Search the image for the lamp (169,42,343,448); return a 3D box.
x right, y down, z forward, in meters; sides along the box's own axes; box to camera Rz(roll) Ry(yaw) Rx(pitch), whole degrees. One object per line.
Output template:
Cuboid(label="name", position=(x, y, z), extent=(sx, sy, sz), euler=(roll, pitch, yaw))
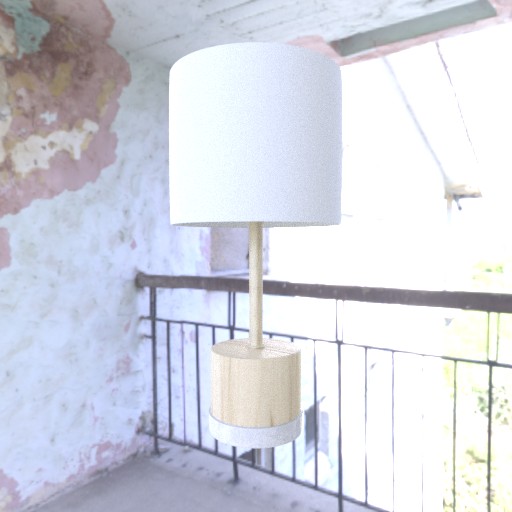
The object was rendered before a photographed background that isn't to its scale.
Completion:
Cuboid(label="lamp", position=(0.000, 0.000, 0.600), extent=(0.229, 0.470, 0.229), euler=(1, 2, 35))
